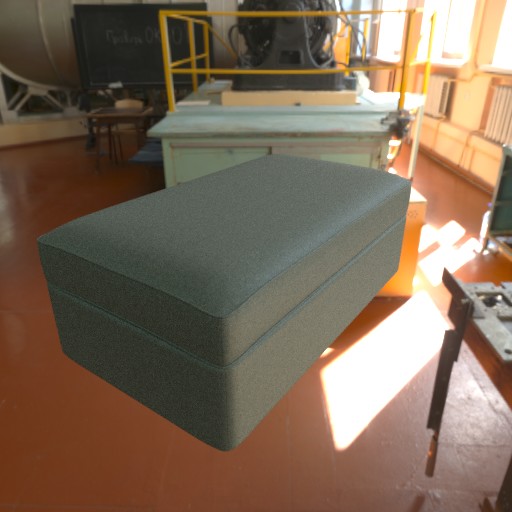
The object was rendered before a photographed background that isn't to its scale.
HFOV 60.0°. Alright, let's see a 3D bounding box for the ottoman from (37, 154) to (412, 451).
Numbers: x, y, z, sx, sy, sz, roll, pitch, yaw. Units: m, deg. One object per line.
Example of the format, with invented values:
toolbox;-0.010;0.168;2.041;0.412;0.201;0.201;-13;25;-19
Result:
ottoman;0.000;0.000;1.538;0.681;0.494;1.173;17;31;31
